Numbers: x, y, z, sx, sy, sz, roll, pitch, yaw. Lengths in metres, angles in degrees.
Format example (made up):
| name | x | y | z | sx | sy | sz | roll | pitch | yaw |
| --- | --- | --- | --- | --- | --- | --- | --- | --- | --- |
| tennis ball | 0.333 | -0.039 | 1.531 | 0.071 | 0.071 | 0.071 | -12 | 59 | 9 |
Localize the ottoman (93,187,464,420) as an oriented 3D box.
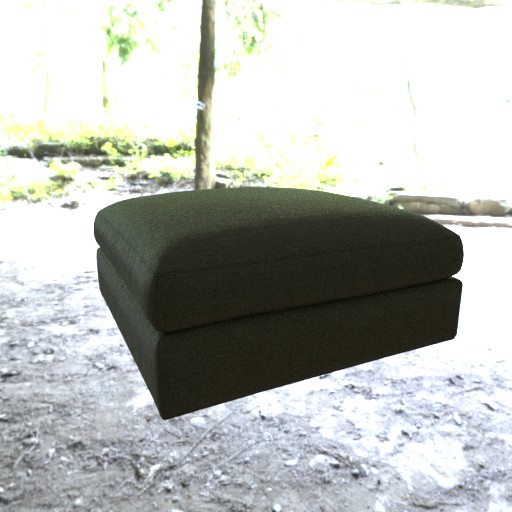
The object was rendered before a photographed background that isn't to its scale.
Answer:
| name | x | y | z | sx | sy | sz | roll | pitch | yaw |
| --- | --- | --- | --- | --- | --- | --- | --- | --- | --- |
| ottoman | 0.000 | 0.000 | 1.660 | 1.041 | 0.470 | 1.041 | -7 | 16 | -26 |
